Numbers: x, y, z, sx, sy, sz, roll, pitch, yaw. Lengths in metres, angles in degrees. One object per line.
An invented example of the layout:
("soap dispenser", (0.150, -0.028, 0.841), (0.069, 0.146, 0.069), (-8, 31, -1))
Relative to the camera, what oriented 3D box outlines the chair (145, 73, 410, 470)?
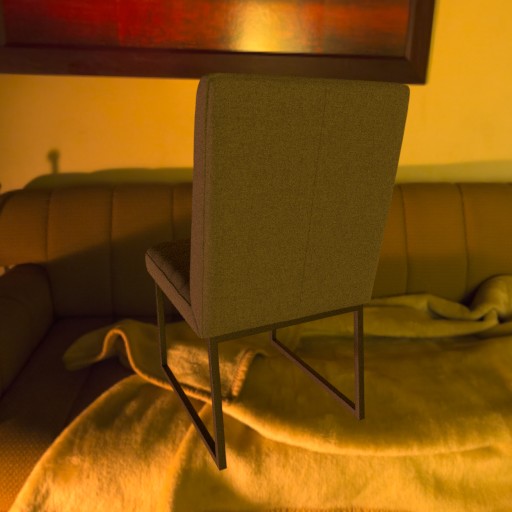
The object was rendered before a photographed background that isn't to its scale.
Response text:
("chair", (0.000, 0.000, 1.301), (0.520, 0.930, 0.634), (-8, 18, -26))
